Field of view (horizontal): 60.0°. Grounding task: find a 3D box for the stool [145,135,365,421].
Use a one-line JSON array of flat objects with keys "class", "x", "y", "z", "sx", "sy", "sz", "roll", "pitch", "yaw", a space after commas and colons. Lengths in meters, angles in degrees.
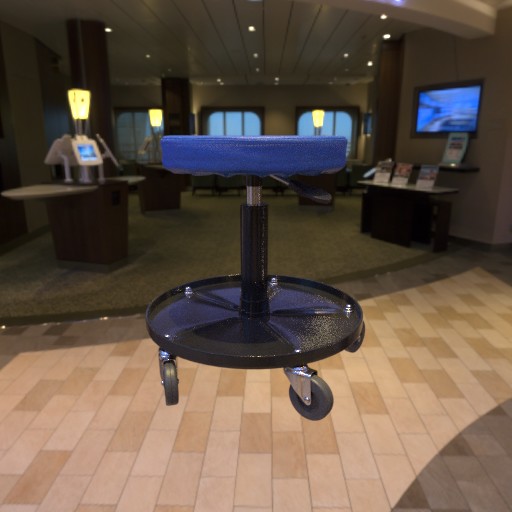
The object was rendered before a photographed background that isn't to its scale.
[{"class": "stool", "x": 0.000, "y": 0.000, "z": 0.696, "sx": 0.381, "sy": 0.365, "sz": 0.382, "roll": -15, "pitch": 21, "yaw": -43}]
